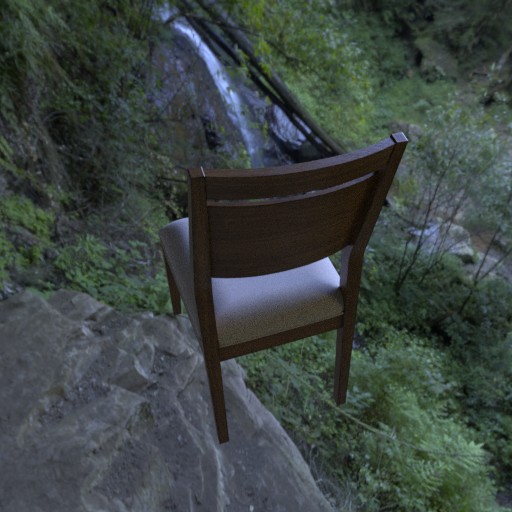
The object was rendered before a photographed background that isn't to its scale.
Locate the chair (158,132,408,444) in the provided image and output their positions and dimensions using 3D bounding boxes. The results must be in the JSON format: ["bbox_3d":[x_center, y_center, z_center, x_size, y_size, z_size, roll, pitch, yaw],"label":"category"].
[{"bbox_3d":[0.000,0.000,1.295,0.497,0.939,0.610,-13,43,-14],"label":"chair"}]
